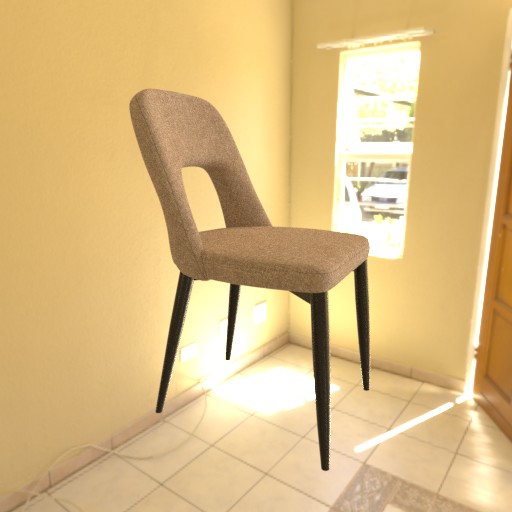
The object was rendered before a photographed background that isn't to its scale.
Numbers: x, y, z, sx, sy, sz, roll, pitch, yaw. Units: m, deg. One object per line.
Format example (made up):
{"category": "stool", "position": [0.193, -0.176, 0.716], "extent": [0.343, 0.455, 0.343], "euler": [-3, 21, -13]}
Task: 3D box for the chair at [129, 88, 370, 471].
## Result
{"category": "chair", "position": [0.000, 0.000, 1.285], "extent": [0.612, 0.931, 0.470], "euler": [7, 15, 26]}
